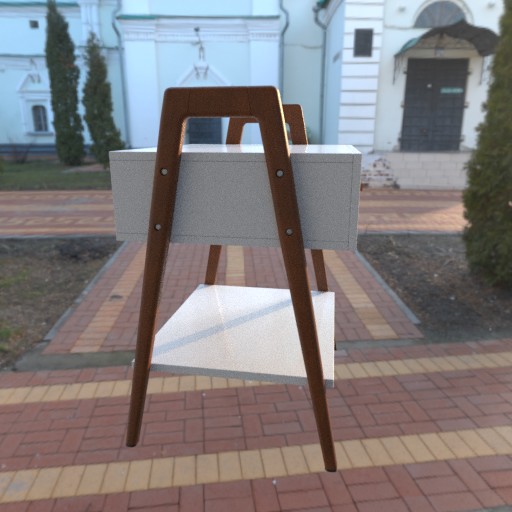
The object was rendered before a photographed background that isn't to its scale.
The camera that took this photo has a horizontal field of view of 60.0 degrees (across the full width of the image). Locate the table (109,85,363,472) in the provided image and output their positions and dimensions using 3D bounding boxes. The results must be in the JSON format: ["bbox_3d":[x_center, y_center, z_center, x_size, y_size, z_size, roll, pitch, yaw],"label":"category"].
[{"bbox_3d":[0.000,0.000,0.904,0.405,0.610,0.457,3,16,9],"label":"table"}]
